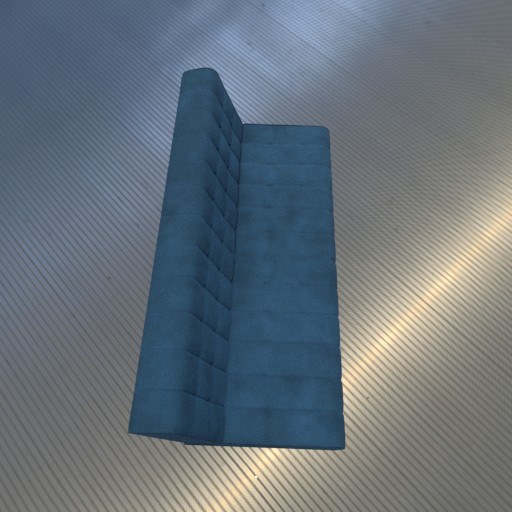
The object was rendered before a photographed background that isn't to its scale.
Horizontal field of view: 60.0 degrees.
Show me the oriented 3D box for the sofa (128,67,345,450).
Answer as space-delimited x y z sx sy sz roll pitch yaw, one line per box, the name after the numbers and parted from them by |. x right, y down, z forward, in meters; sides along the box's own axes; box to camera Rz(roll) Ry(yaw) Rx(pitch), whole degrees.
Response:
0.000 0.000 2.295 0.855 0.813 1.804 2 64 1 | sofa
